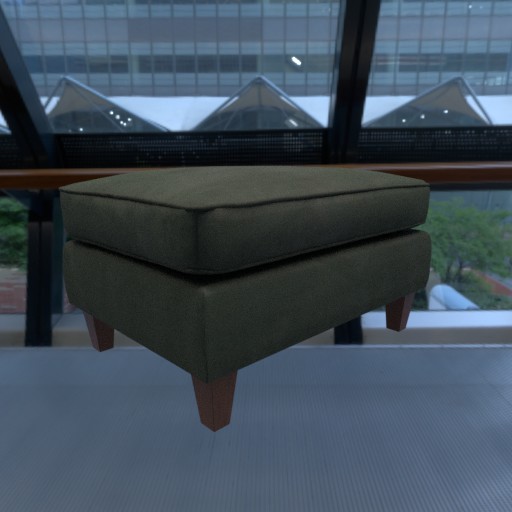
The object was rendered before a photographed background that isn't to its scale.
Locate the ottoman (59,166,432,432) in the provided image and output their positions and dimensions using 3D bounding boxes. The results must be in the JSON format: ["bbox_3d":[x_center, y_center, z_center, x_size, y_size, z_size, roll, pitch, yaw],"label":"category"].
[{"bbox_3d":[0.000,0.000,1.250,0.864,0.495,0.632,-12,18,-43],"label":"ottoman"}]
